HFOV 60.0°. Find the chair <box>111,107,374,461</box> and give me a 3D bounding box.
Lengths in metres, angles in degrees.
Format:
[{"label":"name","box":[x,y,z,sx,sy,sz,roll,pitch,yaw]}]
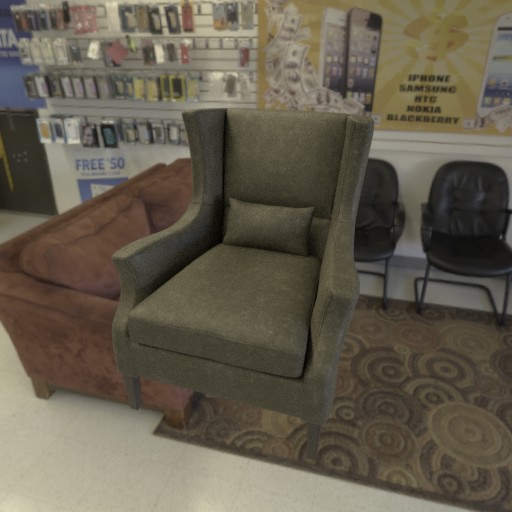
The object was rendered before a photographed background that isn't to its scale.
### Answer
[{"label":"chair","box":[0.000,0.000,1.732,0.853,1.016,0.926,9,27,17]}]
